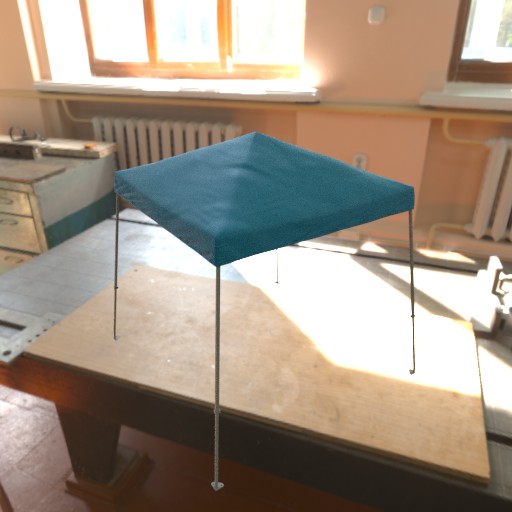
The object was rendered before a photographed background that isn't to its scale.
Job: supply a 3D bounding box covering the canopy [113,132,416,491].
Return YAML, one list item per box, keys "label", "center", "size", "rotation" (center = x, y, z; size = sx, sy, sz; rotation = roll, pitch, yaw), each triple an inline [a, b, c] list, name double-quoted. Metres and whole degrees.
- label: "canopy"
  center: [0.000, 0.000, 5.203]
  size: [2.848, 2.849, 2.849]
  rotation: [-16, 30, -31]
